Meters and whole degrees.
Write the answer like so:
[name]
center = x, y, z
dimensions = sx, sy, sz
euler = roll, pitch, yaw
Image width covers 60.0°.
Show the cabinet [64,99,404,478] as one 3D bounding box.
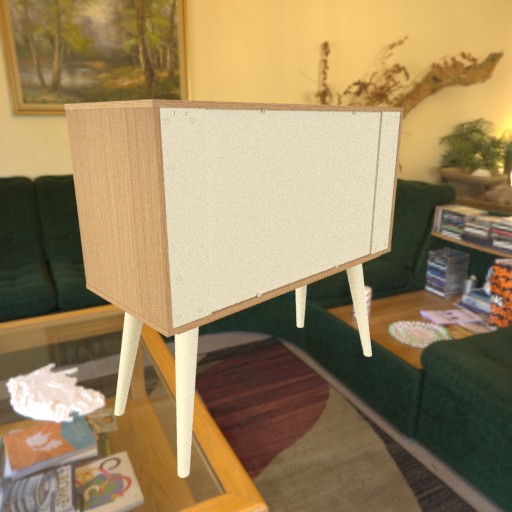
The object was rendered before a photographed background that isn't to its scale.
[cabinet]
center = 0.000, 0.000, 1.585
dimensions = 1.057, 1.016, 0.470
euler = -16, 23, -42
